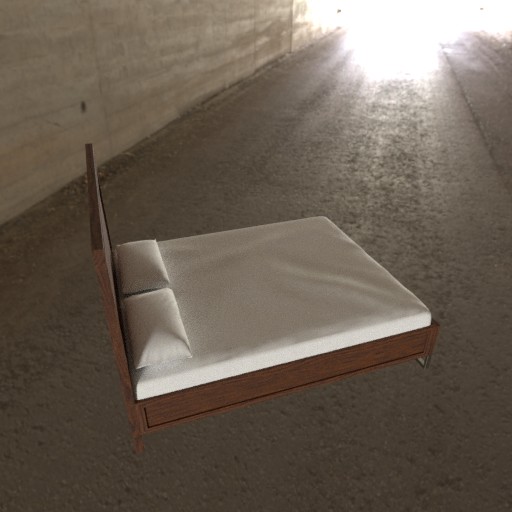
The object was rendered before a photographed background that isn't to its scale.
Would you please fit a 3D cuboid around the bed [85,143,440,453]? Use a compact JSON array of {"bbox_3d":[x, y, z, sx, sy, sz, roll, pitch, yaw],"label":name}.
[{"bbox_3d":[0.000,0.000,3.451,2.218,1.487,1.765,-10,32,-16],"label":"bed"}]
